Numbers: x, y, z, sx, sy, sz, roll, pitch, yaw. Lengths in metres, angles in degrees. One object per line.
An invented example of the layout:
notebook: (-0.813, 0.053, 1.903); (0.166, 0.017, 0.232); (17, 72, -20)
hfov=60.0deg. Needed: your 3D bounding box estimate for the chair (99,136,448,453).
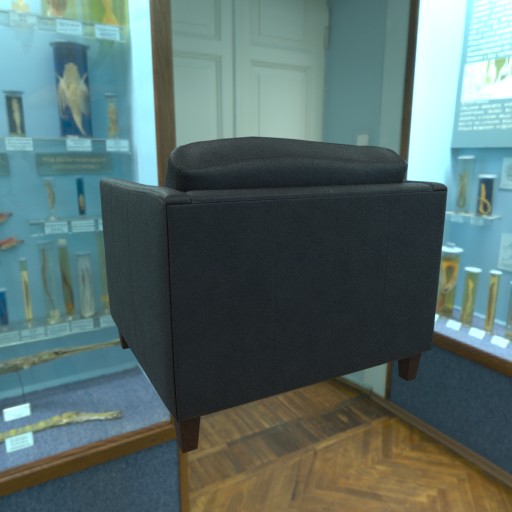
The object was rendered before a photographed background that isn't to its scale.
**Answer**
chair: (0.000, 0.000, 1.602); (0.939, 0.811, 0.862); (-7, 14, -27)
